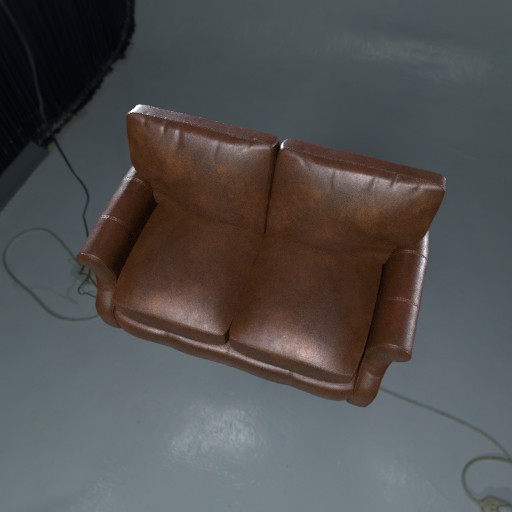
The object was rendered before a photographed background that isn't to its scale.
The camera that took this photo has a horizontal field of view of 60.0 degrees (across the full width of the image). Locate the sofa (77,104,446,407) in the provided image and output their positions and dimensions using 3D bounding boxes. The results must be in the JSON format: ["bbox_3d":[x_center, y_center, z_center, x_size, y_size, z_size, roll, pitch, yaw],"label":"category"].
[{"bbox_3d":[0.000,0.000,2.242,1.616,0.976,0.990,16,60,9],"label":"sofa"}]
